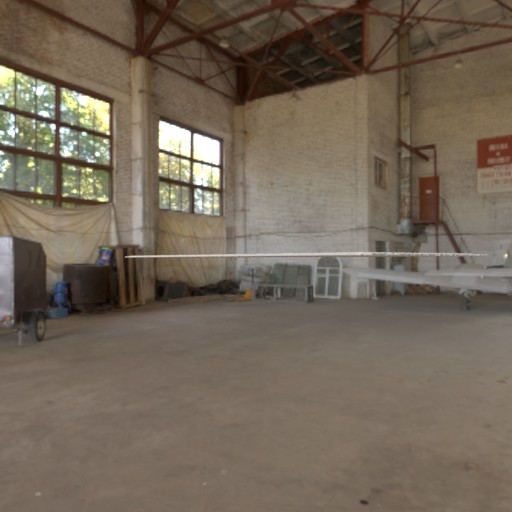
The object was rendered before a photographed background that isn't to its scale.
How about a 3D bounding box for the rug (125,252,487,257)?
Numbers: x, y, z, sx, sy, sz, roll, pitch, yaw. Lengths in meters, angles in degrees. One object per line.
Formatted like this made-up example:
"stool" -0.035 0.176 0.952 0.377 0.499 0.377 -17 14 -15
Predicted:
"rug" 0.000 0.000 2.738 0.786 0.013 2.480 0 0 -36
